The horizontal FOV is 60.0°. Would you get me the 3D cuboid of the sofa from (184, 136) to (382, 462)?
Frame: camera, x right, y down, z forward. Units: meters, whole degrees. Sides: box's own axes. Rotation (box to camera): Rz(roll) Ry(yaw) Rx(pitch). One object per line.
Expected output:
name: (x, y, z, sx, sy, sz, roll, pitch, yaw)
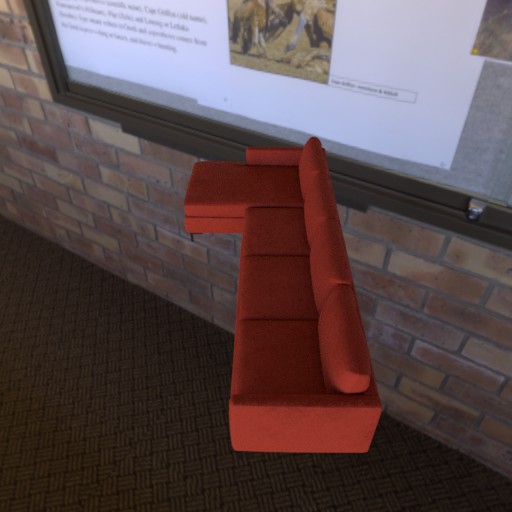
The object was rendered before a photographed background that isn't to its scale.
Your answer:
sofa: (0.000, 0.000, 2.941, 1.136, 0.663, 2.467, 0, 41, 1)
